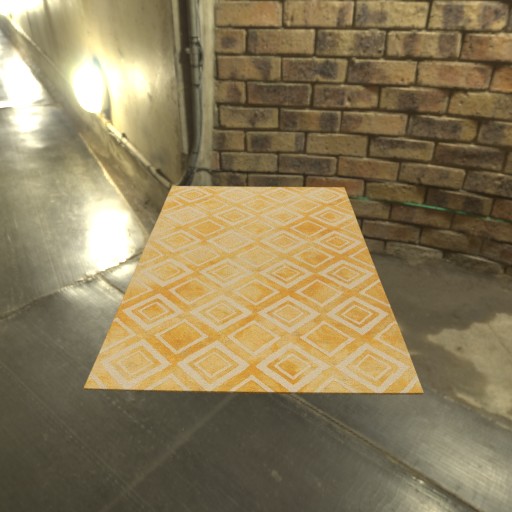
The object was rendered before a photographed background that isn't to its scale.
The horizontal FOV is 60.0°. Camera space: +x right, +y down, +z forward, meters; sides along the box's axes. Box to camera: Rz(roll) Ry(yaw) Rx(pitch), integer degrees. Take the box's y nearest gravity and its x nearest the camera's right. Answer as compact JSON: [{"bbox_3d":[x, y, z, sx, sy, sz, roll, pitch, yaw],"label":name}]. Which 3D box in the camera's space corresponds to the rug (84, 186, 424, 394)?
[{"bbox_3d":[0.000,0.000,2.342,1.213,0.010,1.829,0,32,1],"label":"rug"}]
